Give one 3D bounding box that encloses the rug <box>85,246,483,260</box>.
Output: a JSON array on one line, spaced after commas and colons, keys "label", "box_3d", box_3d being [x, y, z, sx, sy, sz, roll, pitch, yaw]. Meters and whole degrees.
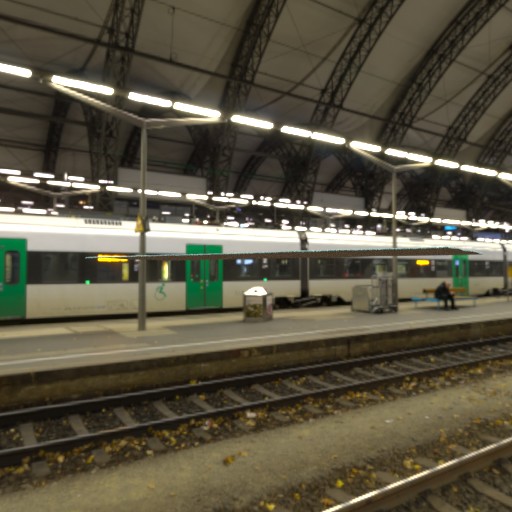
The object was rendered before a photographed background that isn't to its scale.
[{"label": "rug", "box_3d": [0.000, 0.000, 2.781, 2.459, 0.010, 0.801, -1, -2, 36]}]
